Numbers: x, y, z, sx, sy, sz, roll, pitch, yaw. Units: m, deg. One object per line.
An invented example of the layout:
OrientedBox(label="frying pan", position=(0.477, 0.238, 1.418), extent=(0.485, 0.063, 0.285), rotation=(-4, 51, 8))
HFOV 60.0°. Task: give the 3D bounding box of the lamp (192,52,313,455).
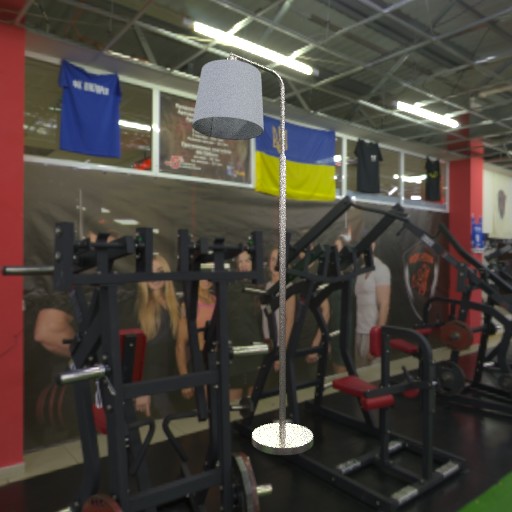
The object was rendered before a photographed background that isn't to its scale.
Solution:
OrientedBox(label="lamp", position=(0.000, 0.000, 1.683), extent=(0.508, 1.478, 0.254), rotation=(0, 1, -36))
